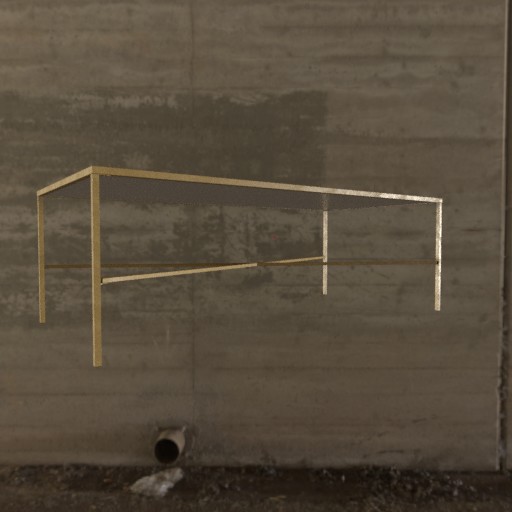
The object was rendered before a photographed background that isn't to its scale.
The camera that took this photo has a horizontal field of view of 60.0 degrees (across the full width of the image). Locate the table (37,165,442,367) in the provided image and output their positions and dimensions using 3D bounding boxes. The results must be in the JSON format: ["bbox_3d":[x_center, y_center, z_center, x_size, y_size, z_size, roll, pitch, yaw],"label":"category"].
[{"bbox_3d":[0.000,0.000,1.458,1.206,0.398,0.580,-2,3,-36],"label":"table"}]
